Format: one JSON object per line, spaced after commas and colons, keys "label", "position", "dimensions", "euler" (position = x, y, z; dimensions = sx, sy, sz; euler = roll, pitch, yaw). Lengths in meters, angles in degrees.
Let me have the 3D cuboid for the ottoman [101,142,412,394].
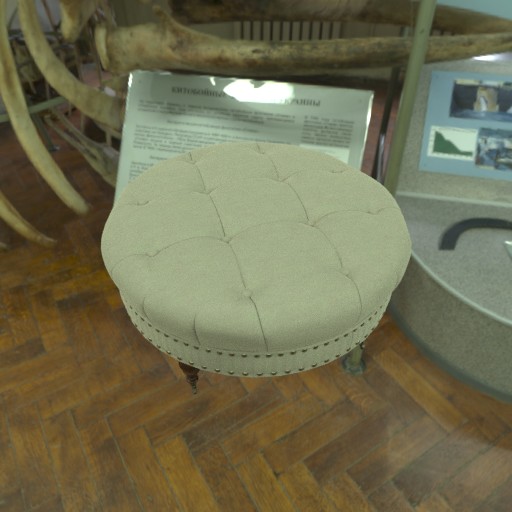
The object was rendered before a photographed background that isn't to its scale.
{"label": "ottoman", "position": [0.000, 0.000, 1.406], "dimensions": [0.901, 0.439, 0.901], "euler": [0, 40, 0]}
